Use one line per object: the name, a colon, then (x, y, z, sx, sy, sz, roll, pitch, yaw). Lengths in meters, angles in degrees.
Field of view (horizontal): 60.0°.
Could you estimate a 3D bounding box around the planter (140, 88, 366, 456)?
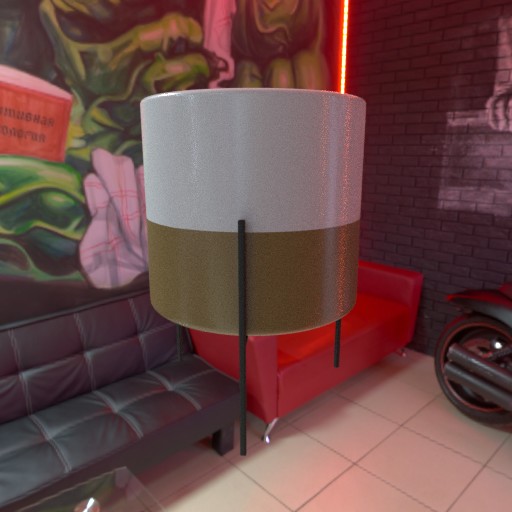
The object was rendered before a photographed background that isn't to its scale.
planter: (0.000, 0.000, 0.653, 0.310, 0.432, 0.310, -2, 14, -10)
